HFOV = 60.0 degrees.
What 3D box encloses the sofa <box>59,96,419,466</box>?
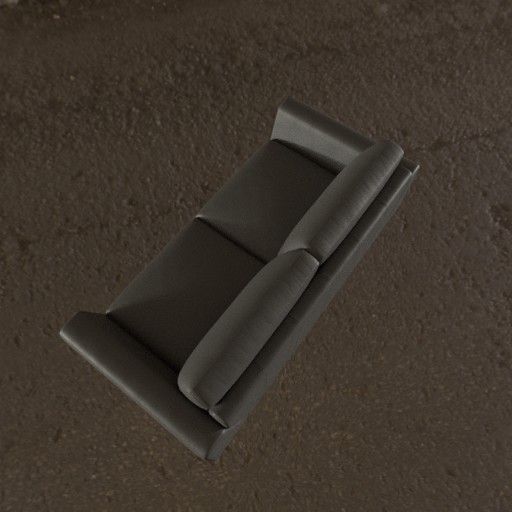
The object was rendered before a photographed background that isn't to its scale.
[{"bbox_3d":[0.000,0.000,2.552,0.953,0.875,2.017,34,68,16],"label":"sofa"}]
